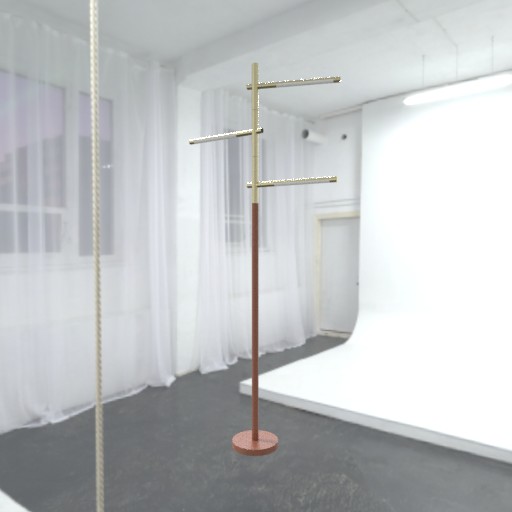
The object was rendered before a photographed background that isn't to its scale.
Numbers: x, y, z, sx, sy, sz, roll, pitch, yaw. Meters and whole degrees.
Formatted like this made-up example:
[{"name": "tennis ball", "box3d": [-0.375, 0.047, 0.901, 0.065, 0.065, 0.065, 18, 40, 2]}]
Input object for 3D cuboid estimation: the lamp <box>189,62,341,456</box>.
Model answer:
[{"name": "lamp", "box3d": [0.000, 0.000, 1.979, 0.737, 1.704, 0.209, 0, 1, 18]}]
